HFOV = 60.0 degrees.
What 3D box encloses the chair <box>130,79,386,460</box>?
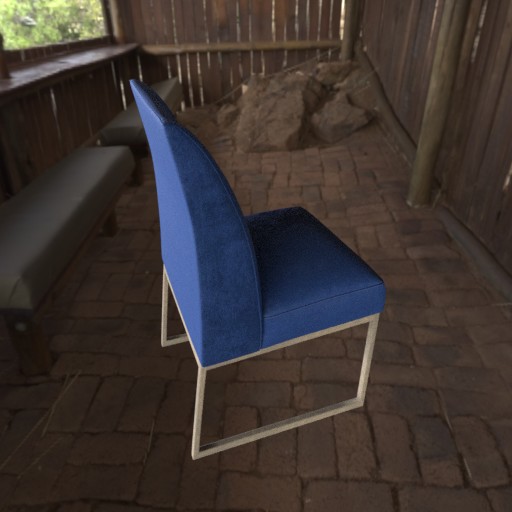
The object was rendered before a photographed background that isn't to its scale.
[{"bbox_3d":[0.000,0.000,1.200,0.522,0.863,0.508,-11,32,-17],"label":"chair"}]
